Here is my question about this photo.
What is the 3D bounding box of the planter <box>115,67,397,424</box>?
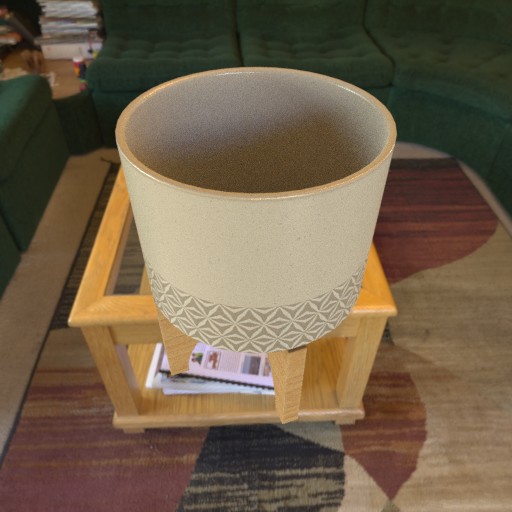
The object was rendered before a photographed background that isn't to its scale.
[{"bbox_3d":[0.000,0.000,0.517,0.249,0.343,0.249,0,43,0],"label":"planter"}]
